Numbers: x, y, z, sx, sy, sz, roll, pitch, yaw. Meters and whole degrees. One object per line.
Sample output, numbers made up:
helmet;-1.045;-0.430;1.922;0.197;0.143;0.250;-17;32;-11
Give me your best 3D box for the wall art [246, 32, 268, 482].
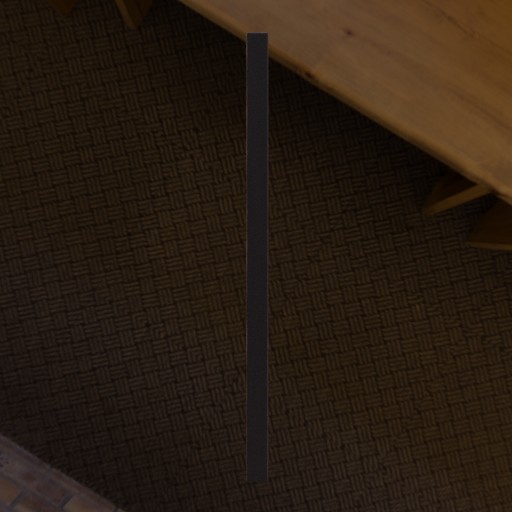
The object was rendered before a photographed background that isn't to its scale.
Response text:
wall art;0.000;0.000;0.451;0.015;0.303;0.304;0;91;0
